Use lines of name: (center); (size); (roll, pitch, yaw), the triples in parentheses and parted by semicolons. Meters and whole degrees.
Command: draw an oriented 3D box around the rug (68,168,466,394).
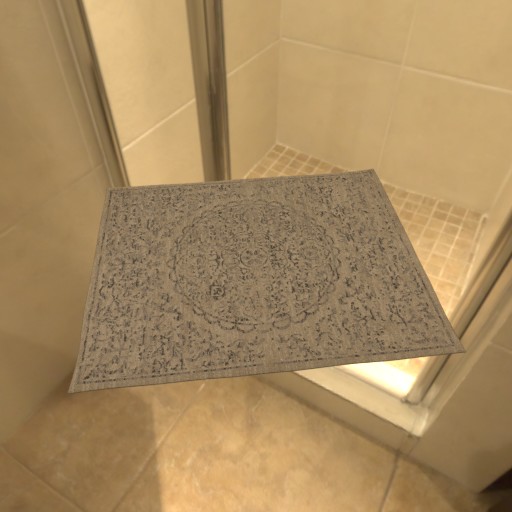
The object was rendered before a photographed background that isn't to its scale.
rug: (0.000, 0.000, 4.018); (2.925, 0.026, 2.343); (-5, 47, -4)
